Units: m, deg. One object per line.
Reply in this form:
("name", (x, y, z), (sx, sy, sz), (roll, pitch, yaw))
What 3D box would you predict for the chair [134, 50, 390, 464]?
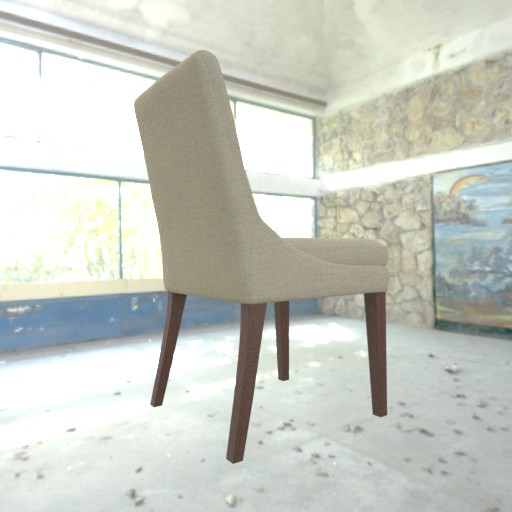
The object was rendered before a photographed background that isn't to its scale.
("chair", (0.000, 0.000, 1.322), (0.638, 0.940, 0.515), (0, 0, -36))
